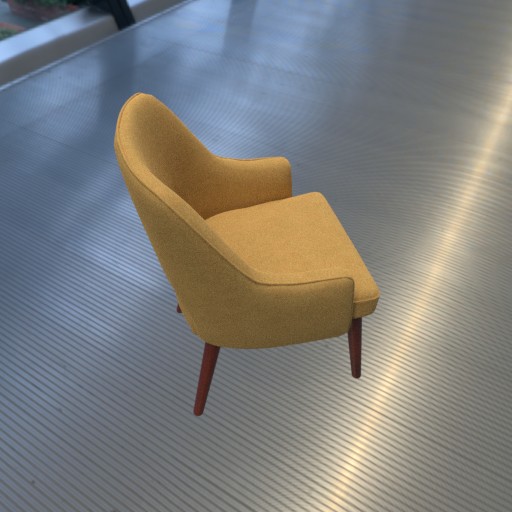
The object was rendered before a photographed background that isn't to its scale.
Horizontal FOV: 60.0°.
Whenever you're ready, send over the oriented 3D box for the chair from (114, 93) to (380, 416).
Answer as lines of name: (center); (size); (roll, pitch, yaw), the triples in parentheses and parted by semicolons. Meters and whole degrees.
chair: (0.000, 0.000, 1.247); (0.605, 0.849, 0.548); (-10, 46, -10)
